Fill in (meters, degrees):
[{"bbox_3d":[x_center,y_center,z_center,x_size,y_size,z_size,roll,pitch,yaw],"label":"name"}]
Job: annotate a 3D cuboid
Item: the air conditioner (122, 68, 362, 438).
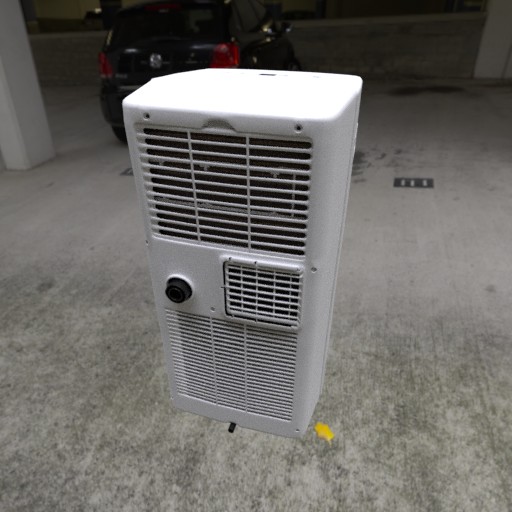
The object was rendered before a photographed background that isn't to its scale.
[{"bbox_3d":[0.000,0.000,0.805,0.304,0.606,0.349,9,32,14],"label":"air conditioner"}]
